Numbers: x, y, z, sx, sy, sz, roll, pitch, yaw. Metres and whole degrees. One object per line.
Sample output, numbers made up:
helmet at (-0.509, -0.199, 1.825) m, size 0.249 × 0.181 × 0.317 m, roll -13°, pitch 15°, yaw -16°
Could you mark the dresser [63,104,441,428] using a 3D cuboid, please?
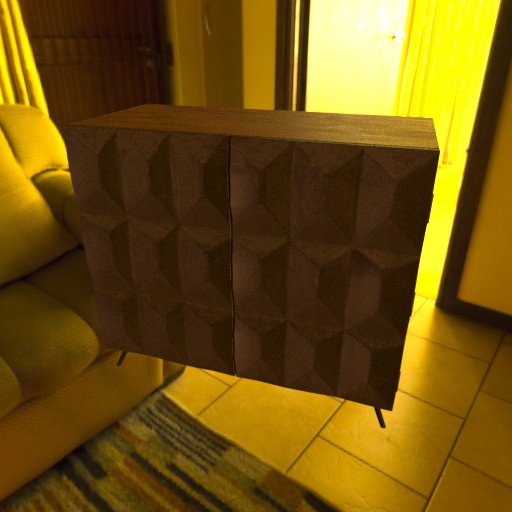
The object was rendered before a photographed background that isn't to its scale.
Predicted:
dresser at (0.000, 0.000, 1.439) m, size 0.967 × 0.847 × 0.446 m, roll 8°, pitch 28°, yaw 16°
